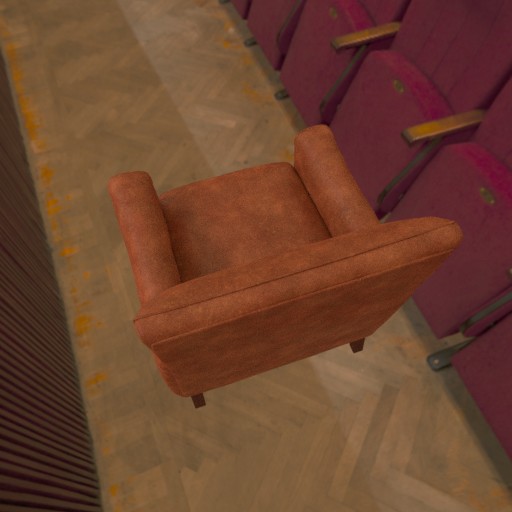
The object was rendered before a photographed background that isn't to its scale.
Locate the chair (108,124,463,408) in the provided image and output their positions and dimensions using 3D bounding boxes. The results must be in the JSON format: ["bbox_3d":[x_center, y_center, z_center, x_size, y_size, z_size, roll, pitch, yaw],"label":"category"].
[{"bbox_3d":[0.000,0.000,1.596,0.870,0.943,0.823,-16,59,-10],"label":"chair"}]
